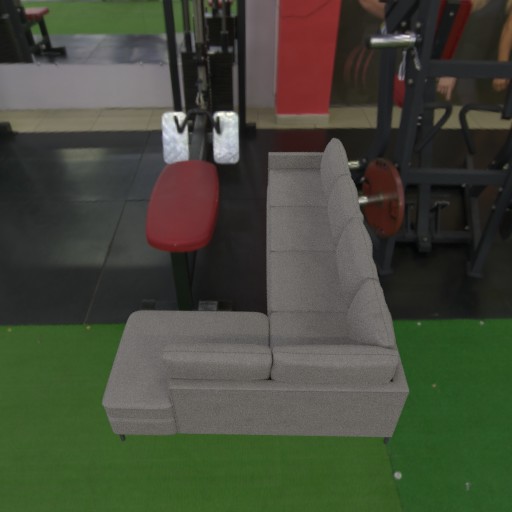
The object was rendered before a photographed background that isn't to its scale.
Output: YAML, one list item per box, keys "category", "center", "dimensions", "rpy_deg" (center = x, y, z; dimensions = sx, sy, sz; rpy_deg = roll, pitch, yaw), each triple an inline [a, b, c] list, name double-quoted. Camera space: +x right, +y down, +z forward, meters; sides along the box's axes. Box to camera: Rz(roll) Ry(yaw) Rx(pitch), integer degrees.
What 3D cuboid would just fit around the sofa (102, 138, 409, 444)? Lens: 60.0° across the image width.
- category: "sofa"
  center: [0.000, 0.000, 4.308]
  dimensions: [2.077, 0.964, 3.331]
  rpy_deg: [1, 41, 1]
